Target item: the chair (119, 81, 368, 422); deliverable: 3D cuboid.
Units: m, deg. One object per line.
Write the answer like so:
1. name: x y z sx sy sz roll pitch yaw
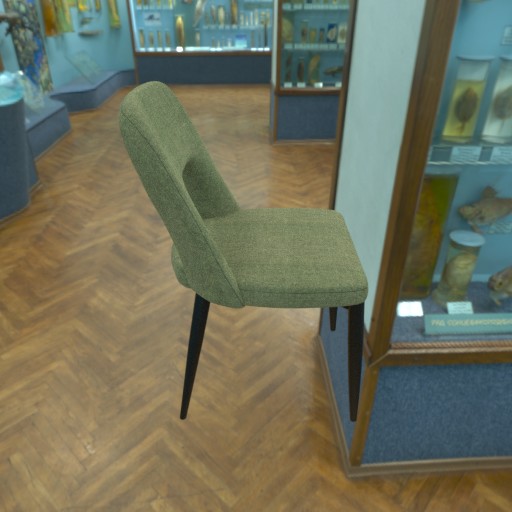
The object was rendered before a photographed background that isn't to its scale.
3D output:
1. chair: 0.000 0.000 1.290 0.612 0.931 0.470 0 31 0
